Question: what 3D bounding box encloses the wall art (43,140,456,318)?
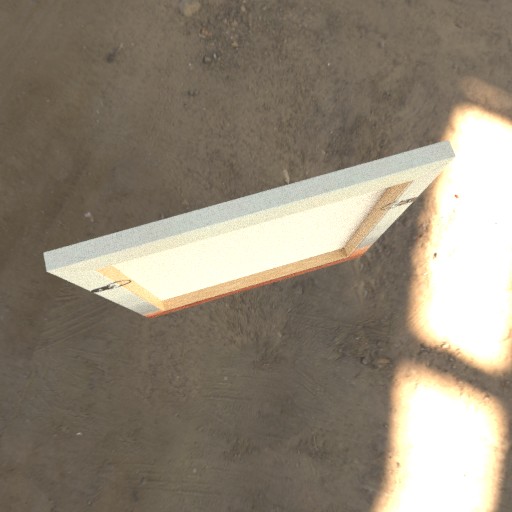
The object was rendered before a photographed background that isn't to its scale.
[{"bbox_3d":[0.000,0.000,0.619,0.405,0.405,0.023,-16,77,-4],"label":"wall art"}]
